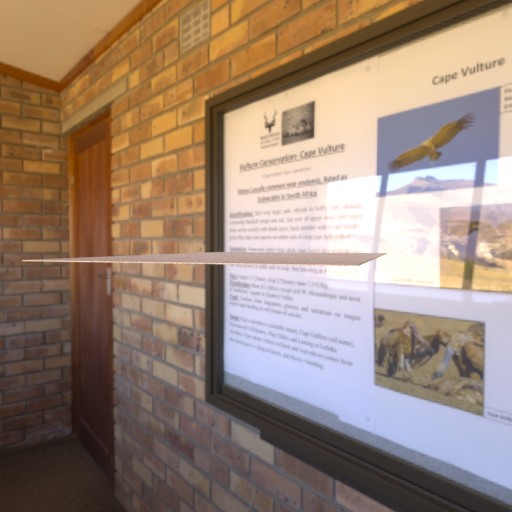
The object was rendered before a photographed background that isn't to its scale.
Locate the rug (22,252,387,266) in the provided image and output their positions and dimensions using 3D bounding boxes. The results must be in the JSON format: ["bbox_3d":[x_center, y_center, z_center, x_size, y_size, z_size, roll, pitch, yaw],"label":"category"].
[{"bbox_3d":[0.000,0.000,3.715,1.981,0.006,2.895,1,2,19],"label":"rug"}]
